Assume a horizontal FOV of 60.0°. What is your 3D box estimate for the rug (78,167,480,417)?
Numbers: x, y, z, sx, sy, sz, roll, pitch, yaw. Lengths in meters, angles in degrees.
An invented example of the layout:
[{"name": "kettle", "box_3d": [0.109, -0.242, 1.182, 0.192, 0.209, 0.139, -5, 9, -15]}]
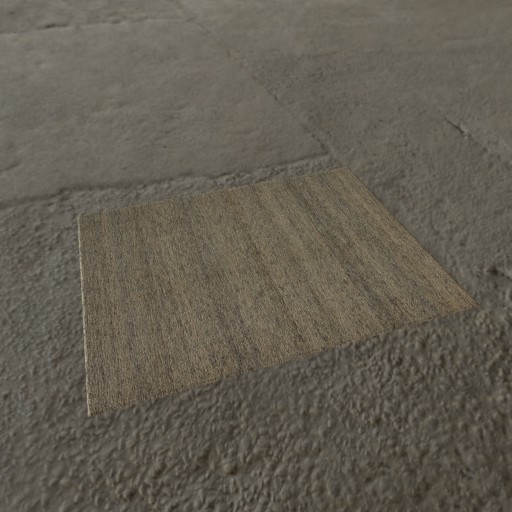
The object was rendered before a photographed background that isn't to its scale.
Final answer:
[{"name": "rug", "box_3d": [0.000, 0.000, 4.239, 3.199, 0.036, 2.414, -12, 43, -14]}]
